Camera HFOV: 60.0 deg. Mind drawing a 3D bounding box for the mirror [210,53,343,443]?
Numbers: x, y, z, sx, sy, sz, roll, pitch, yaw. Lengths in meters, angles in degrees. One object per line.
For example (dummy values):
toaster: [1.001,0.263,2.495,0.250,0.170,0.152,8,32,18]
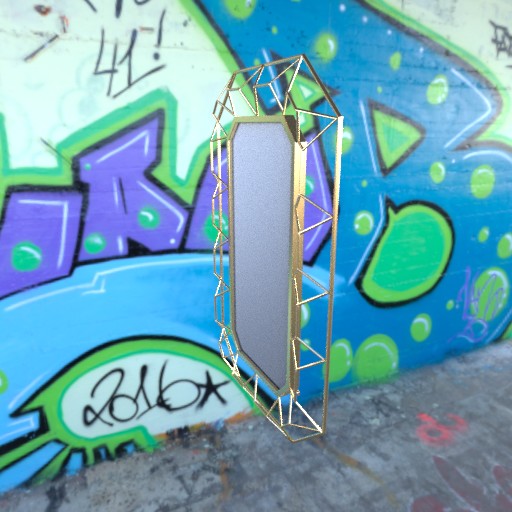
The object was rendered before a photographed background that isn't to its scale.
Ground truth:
mirror: [0.000,0.000,1.081,0.051,0.870,0.572,-8,18,-25]
